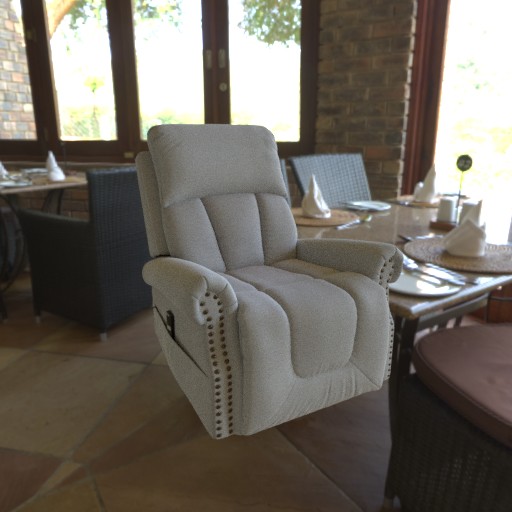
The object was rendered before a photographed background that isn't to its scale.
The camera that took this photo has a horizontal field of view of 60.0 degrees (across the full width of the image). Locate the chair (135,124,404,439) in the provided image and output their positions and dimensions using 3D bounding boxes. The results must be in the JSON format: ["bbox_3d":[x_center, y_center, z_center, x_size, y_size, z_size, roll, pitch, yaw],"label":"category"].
[{"bbox_3d":[0.000,0.000,1.787,0.871,1.031,0.979,-9,18,-28],"label":"chair"}]
